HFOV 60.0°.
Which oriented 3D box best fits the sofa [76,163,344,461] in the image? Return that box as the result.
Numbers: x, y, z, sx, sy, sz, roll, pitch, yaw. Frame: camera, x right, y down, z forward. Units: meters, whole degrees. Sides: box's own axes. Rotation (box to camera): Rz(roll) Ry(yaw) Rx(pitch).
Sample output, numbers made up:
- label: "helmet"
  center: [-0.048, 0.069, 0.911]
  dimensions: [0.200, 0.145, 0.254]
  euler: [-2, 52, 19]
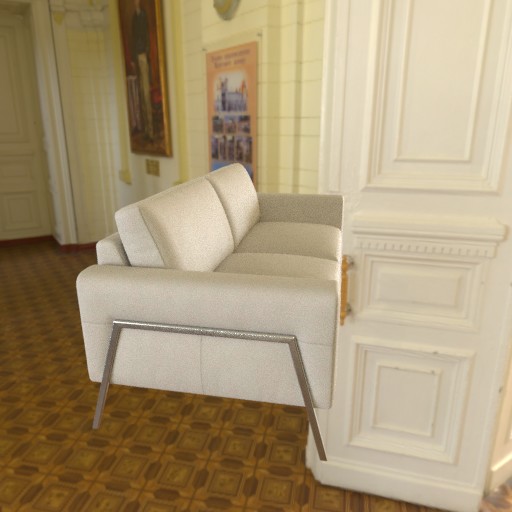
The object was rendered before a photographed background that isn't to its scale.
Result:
- label: "sofa"
  center: [0.000, 0.000, 2.490]
  dimensions: [0.953, 0.875, 2.017]
  euler: [3, 18, 11]
